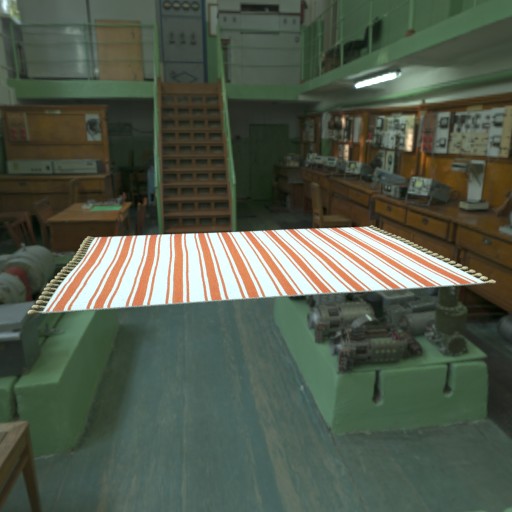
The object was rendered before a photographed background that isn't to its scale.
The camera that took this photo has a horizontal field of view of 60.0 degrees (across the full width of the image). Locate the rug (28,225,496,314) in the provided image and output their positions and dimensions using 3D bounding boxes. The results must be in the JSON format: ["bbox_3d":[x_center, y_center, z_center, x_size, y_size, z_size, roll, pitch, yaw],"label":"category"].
[{"bbox_3d":[0.000,0.000,2.962,2.433,0.022,1.556,-3,16,-10],"label":"rug"}]
